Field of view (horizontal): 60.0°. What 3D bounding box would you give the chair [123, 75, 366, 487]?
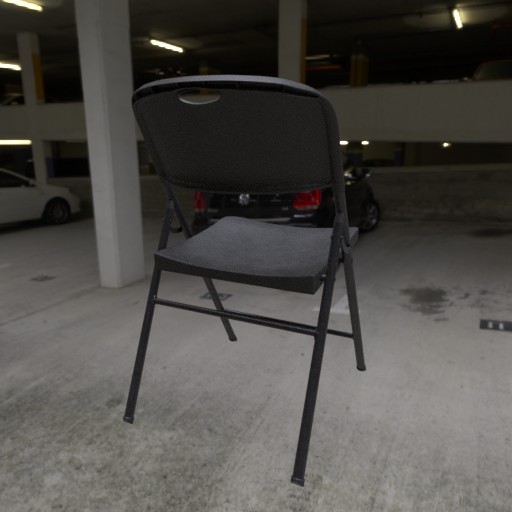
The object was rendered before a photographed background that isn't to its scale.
[{"bbox_3d":[0.000,0.000,1.150,0.494,0.810,0.566,7,16,26],"label":"chair"}]
